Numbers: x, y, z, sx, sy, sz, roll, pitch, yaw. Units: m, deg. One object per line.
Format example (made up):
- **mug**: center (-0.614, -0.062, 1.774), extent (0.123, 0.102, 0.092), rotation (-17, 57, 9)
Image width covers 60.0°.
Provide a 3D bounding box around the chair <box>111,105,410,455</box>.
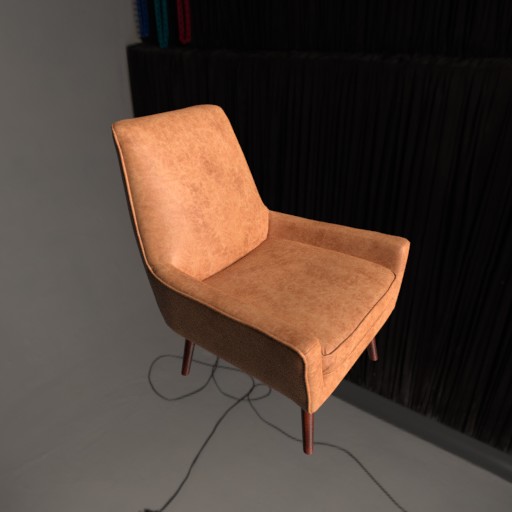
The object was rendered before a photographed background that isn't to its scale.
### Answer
- **chair**: center (0.000, 0.000, 1.510), extent (0.851, 0.883, 0.753), rotation (18, 33, 31)
